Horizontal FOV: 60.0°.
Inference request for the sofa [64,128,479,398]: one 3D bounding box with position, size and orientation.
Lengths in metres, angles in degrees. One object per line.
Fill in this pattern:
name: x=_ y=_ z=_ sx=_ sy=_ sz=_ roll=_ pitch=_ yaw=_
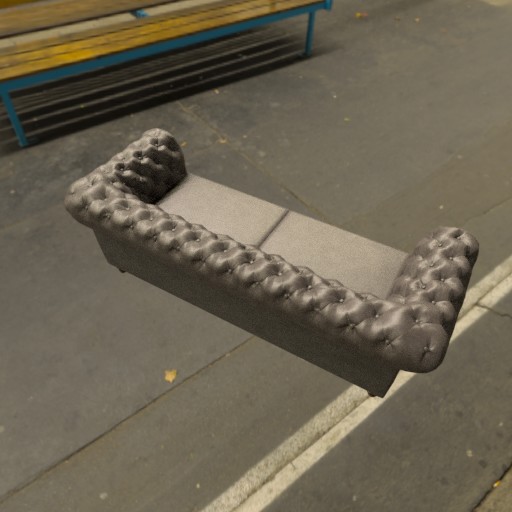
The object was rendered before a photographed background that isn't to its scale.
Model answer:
sofa: x=0.000 y=0.000 z=2.816 sx=2.385 sy=0.783 sz=0.944 roll=23 pitch=50 yaw=20
